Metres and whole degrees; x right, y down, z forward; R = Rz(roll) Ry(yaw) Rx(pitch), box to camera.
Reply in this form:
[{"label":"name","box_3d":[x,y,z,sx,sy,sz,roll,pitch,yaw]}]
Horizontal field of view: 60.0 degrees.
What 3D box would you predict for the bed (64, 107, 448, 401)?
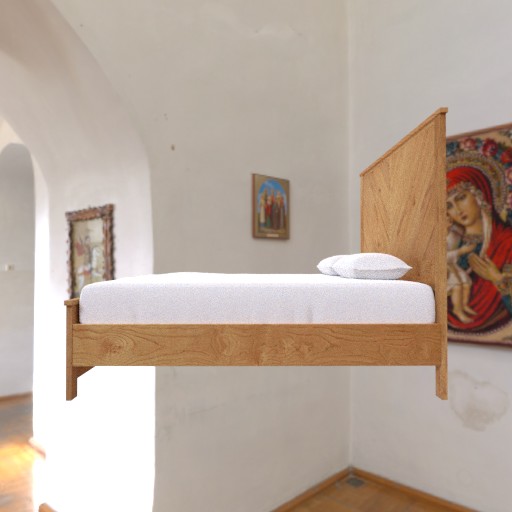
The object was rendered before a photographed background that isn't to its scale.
[{"label":"bed","box_3d":[0.000,0.000,4.027,2.530,1.938,2.225,0,-1,0]}]
